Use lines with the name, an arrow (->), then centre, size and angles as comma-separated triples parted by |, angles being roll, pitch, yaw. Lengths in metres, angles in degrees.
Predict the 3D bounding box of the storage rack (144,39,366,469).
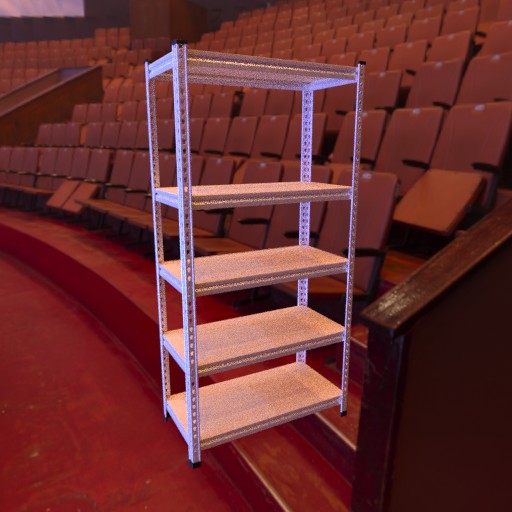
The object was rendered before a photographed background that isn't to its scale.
storage rack -> 0.000, 0.000, 2.235 | 0.914, 1.829, 0.457 | -7, 16, -27
